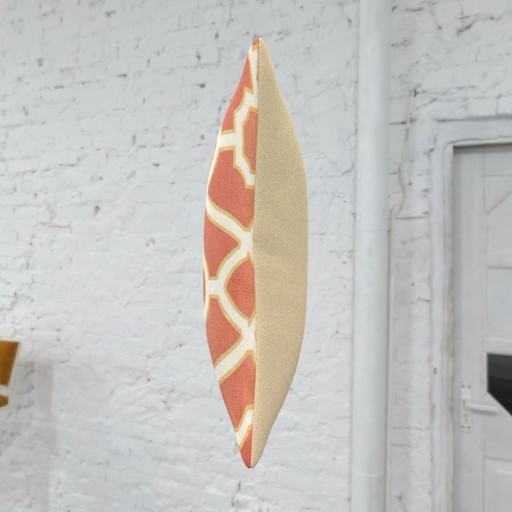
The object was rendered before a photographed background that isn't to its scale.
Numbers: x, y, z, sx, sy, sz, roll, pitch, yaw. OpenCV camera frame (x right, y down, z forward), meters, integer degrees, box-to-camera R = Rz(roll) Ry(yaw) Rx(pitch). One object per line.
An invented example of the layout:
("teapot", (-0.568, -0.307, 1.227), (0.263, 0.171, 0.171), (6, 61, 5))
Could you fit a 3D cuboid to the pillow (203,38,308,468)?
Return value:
("pillow", (0.000, 0.000, 0.793), (0.166, 0.508, 0.552), (0, -1, 0))
